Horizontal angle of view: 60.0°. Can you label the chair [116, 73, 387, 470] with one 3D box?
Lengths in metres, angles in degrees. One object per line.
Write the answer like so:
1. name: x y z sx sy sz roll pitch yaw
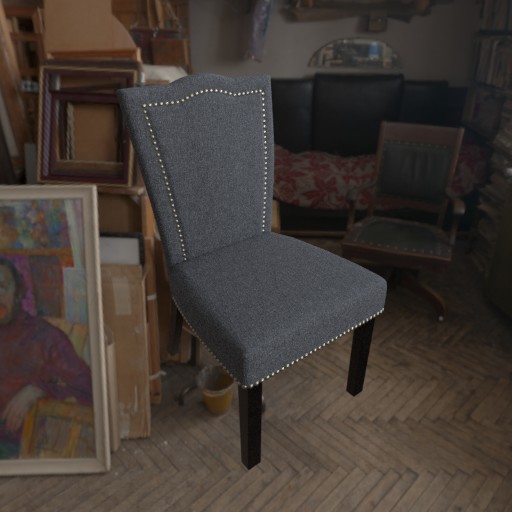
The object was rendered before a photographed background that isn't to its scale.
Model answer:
1. chair: 0.000 0.000 1.294 0.518 0.946 0.589 -21 35 -32
